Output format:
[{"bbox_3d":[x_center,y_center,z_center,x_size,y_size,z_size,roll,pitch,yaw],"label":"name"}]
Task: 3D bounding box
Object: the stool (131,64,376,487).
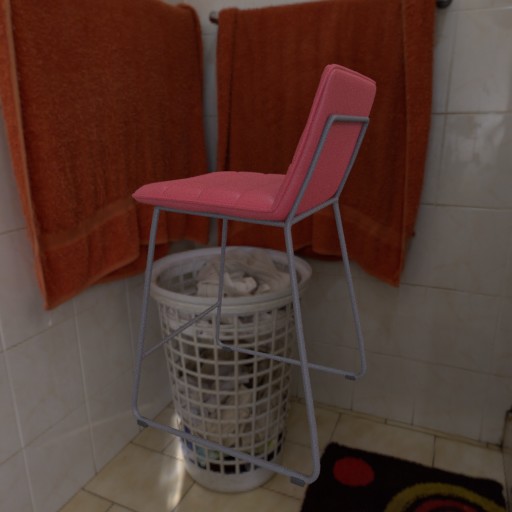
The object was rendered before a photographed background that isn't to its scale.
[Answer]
[{"bbox_3d":[0.000,0.000,1.151,0.524,0.866,0.489,8,18,25],"label":"stool"}]
